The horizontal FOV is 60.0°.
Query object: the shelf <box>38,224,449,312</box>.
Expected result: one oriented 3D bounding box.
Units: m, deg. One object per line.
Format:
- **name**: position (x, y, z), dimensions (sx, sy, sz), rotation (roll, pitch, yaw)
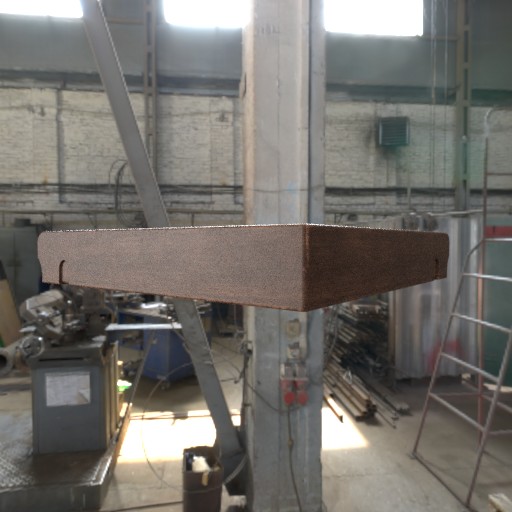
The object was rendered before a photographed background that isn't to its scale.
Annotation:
- **shelf**: position (0.000, 0.000, 0.465), dimensions (0.310, 0.050, 0.310), rotation (1, 2, 38)
